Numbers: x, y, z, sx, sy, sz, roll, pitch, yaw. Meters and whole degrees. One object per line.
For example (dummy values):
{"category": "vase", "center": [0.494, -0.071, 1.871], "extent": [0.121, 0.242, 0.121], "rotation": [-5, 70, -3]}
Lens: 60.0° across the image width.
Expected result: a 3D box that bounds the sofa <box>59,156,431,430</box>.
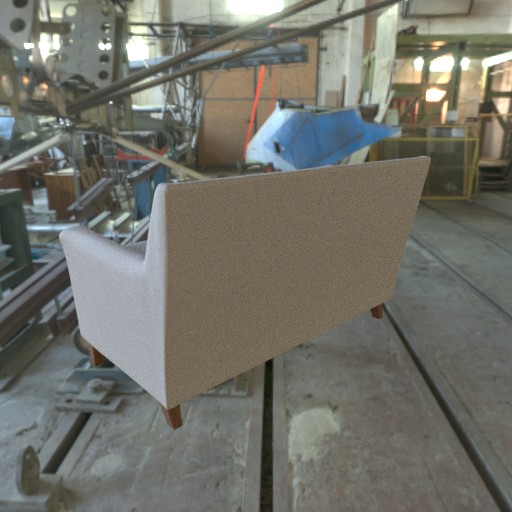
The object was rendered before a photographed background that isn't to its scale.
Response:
{"category": "sofa", "center": [0.000, 0.000, 2.067], "extent": [1.482, 0.890, 0.888], "rotation": [-15, 23, -41]}
